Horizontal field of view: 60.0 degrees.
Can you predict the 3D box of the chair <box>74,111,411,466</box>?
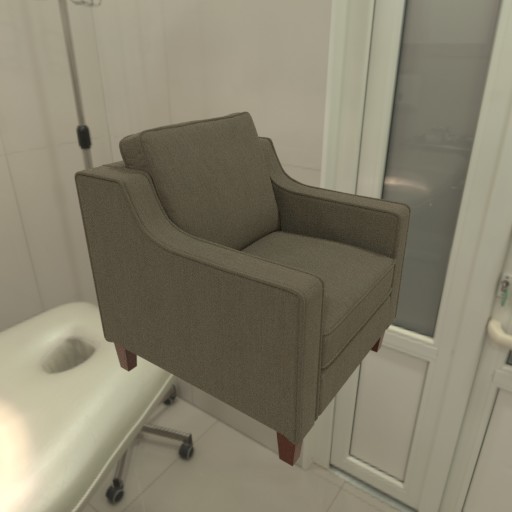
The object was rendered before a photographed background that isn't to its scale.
[{"bbox_3d":[0.000,0.000,1.684,0.909,0.960,0.831,17,30,32],"label":"chair"}]
